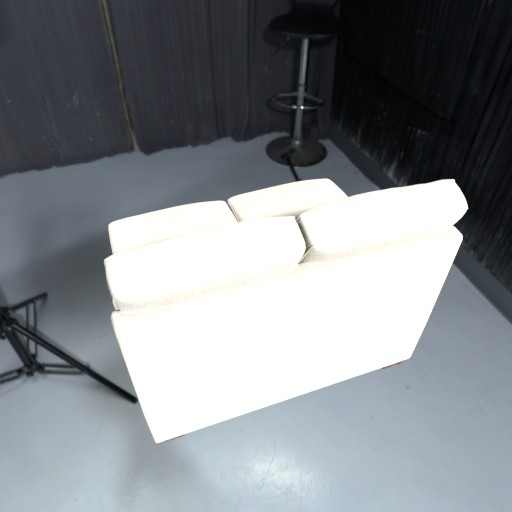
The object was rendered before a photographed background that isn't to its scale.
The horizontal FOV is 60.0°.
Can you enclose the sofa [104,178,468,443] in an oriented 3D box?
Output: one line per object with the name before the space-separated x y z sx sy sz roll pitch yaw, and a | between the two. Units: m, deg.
sofa | 0.000 0.000 1.978 1.232 1.006 0.978 -14 45 -14
